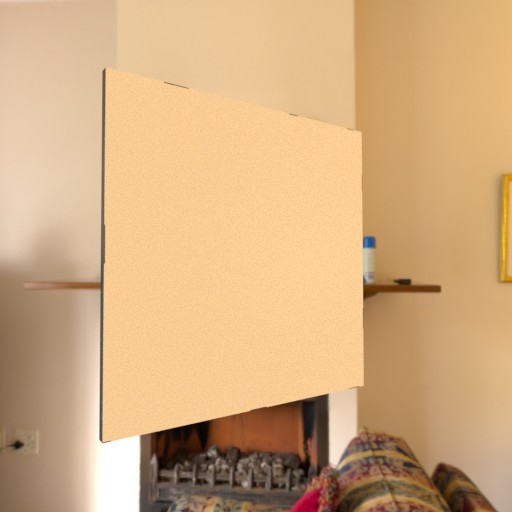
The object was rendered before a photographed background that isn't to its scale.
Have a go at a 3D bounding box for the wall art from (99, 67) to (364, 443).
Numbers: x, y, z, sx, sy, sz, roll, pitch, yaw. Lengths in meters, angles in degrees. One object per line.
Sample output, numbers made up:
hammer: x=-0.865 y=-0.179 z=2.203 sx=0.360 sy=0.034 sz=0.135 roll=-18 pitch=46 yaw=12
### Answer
wall art: x=0.000 y=0.000 z=0.655 sx=0.446 sy=0.445 sz=0.014 roll=1 pitch=-2 yaw=-35
